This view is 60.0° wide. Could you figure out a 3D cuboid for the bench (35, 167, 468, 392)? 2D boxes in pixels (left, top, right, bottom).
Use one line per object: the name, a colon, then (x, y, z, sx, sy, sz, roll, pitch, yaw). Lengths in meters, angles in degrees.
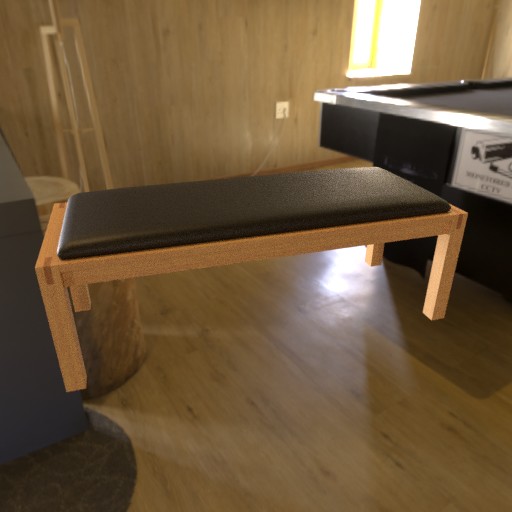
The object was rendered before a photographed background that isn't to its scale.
bench: (0.000, 0.000, 1.445, 1.202, 0.430, 0.450, -8, 28, -15)
